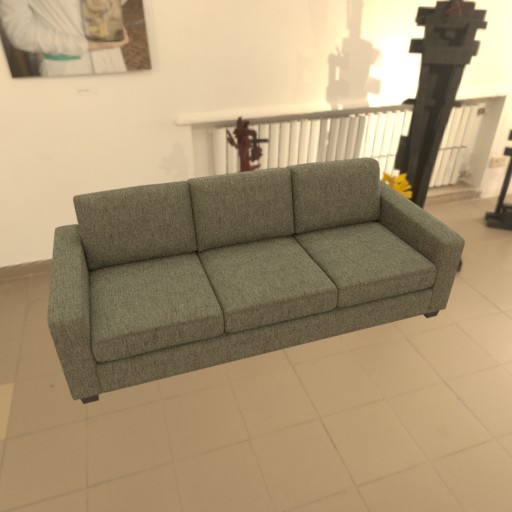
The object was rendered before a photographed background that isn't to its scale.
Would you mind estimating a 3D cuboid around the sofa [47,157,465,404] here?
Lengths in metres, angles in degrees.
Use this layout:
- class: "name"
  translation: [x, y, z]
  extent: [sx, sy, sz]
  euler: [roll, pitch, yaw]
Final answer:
- class: "sofa"
  translation: [0.000, 0.000, 2.577]
  extent: [2.160, 0.800, 0.900]
  euler: [-10, 34, -16]
